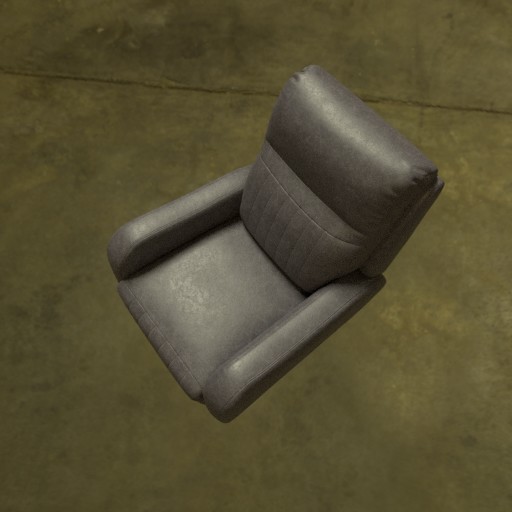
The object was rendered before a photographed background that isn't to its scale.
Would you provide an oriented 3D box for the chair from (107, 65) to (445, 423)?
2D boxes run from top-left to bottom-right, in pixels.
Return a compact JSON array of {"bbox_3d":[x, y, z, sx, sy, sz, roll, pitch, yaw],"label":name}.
[{"bbox_3d":[0.000,0.000,1.801,1.067,1.067,0.865,-35,68,-16],"label":"chair"}]
